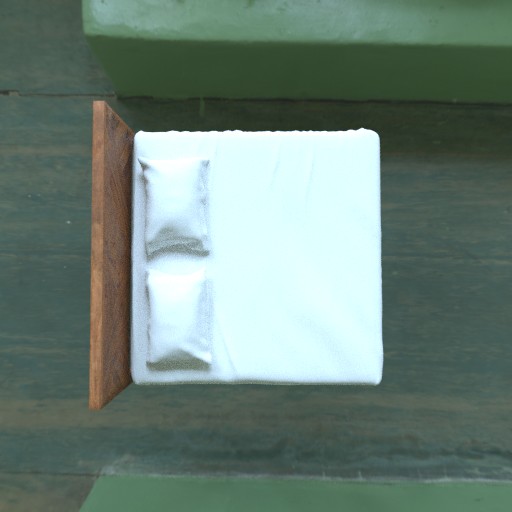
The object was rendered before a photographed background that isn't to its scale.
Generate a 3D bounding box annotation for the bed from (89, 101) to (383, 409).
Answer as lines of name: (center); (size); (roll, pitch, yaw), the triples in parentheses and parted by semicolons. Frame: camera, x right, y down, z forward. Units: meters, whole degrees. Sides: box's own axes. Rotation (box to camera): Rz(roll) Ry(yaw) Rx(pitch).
bed: (0.000, 0.000, 3.446); (2.165, 1.158, 2.255); (0, 88, 1)
